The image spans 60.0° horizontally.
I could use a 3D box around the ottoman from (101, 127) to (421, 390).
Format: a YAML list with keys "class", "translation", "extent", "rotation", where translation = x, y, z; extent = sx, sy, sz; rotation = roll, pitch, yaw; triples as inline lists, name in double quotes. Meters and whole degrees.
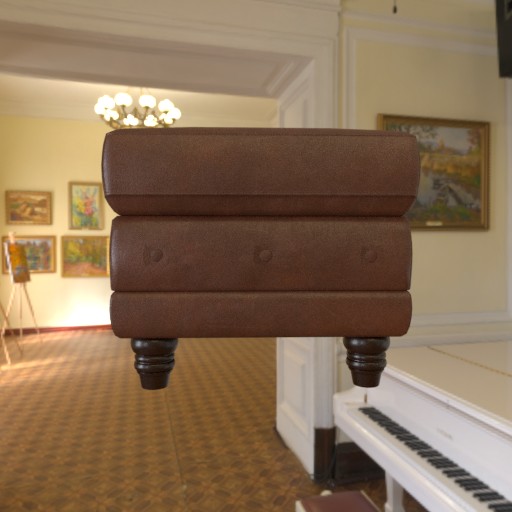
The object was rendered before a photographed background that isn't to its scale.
- class: "ottoman"
  translation: [0.000, 0.000, 1.191]
  extent: [0.588, 0.509, 0.795]
  rotation: [0, 1, -2]
